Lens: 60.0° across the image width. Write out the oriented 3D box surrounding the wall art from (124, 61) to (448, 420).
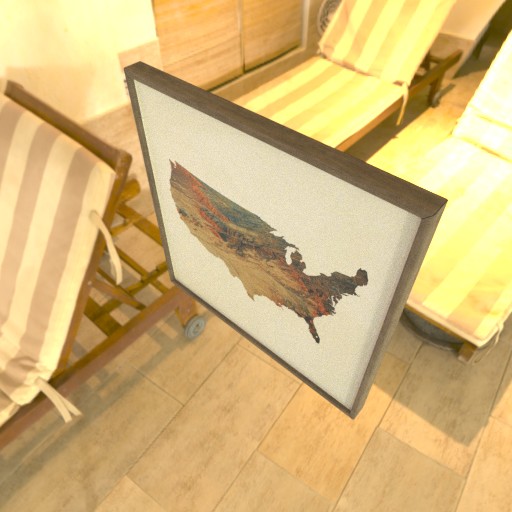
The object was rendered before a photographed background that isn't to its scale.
[{"bbox_3d":[0.000,0.000,1.115,0.749,0.751,0.050,33,55,27],"label":"wall art"}]
